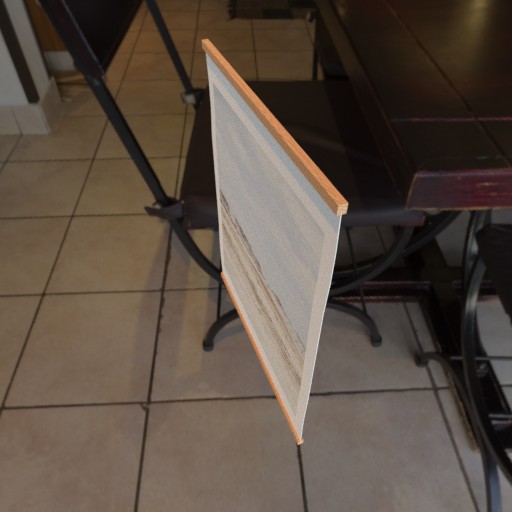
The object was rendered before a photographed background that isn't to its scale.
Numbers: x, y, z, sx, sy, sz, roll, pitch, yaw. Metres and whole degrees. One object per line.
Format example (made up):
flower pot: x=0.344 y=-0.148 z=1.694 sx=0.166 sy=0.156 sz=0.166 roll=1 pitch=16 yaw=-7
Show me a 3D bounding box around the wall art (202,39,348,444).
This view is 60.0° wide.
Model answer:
wall art: x=0.000 y=0.000 z=0.687 sx=0.010 sy=0.507 sz=0.404 roll=-16 pitch=48 yaw=-15
